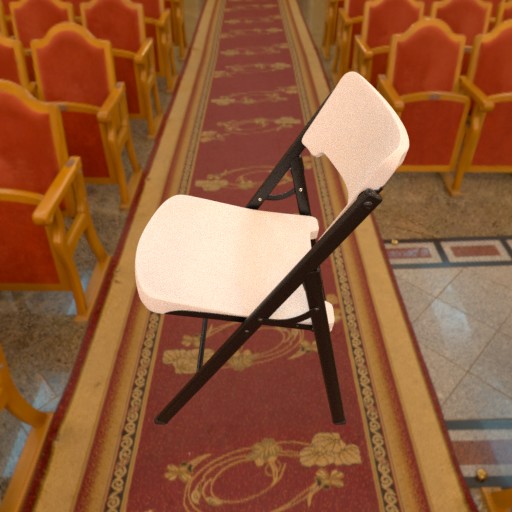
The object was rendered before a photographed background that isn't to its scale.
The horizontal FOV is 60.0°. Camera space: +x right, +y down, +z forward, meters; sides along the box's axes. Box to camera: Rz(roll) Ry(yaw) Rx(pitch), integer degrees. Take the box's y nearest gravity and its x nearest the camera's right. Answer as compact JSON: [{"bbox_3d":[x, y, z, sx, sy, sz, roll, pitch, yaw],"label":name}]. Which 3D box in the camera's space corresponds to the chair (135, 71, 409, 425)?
[{"bbox_3d":[0.000,0.000,1.104,0.577,0.765,0.482,0,40,0],"label":"chair"}]
